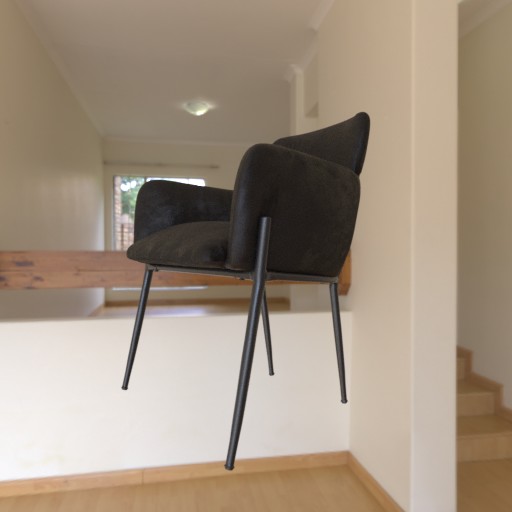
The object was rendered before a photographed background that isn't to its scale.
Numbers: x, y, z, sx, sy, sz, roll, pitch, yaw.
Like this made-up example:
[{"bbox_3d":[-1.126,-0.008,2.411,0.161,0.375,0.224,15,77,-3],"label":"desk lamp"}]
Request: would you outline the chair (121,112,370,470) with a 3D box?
[{"bbox_3d":[0.000,0.000,1.260,0.604,0.818,0.640,-1,1,-35],"label":"chair"}]
